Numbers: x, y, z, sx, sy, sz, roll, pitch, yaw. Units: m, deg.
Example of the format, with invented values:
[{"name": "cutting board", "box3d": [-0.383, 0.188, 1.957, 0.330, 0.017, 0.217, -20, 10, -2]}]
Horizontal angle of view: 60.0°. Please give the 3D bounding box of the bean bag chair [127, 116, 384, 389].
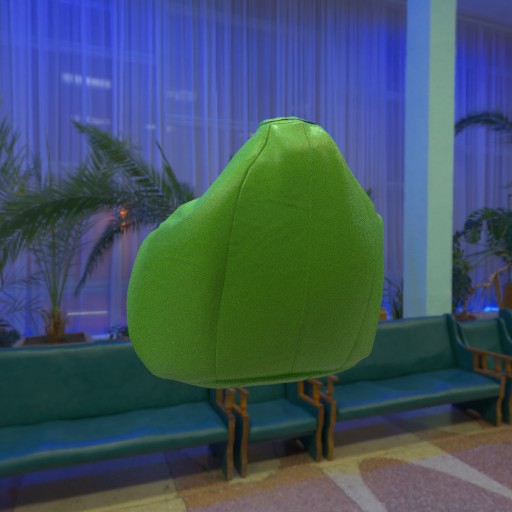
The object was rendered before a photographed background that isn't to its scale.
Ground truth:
[{"name": "bean bag chair", "box3d": [0.000, 0.000, 1.909, 1.070, 0.990, 1.070, -1, 2, -19]}]
